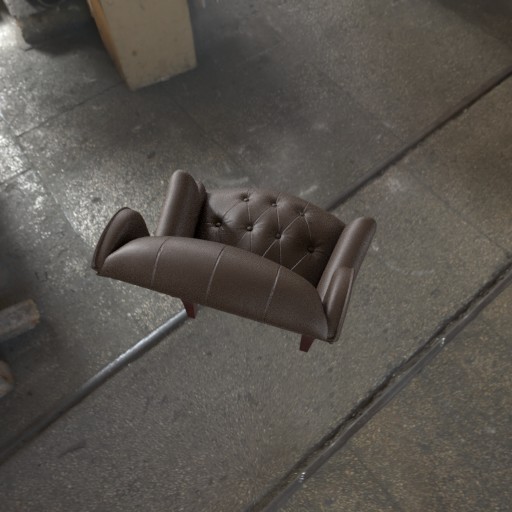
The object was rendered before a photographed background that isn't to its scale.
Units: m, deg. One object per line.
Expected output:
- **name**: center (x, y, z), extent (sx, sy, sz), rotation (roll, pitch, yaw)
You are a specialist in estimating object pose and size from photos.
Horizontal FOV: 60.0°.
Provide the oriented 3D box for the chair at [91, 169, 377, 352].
- **chair**: center (0.000, 0.000, 1.729), extent (0.829, 1.132, 0.819), rotation (15, 64, 8)
